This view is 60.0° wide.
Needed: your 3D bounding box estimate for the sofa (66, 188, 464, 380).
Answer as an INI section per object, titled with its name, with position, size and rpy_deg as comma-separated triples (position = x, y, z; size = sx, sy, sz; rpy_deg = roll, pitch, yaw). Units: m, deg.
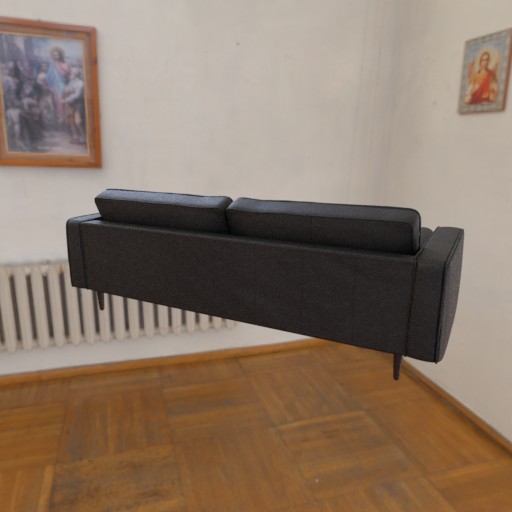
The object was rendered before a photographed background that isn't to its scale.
[sofa]
position = 0.000, 0.000, 2.633
size = 2.210, 0.762, 0.914
rpy_deg = 8, 16, 27
